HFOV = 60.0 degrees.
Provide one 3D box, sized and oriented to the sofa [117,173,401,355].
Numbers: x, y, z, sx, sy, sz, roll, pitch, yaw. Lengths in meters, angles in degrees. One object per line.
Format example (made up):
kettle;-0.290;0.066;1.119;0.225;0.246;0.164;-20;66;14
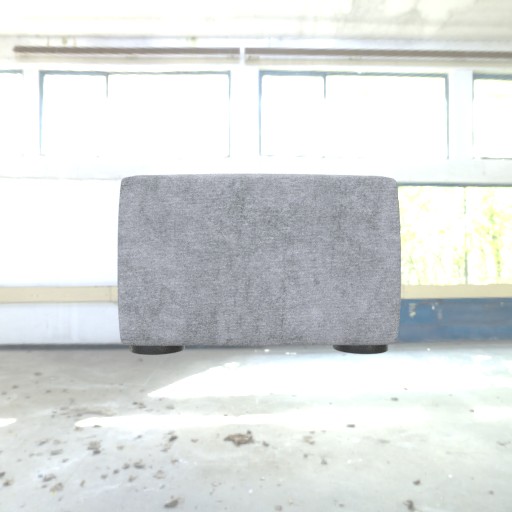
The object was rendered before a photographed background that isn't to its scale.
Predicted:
sofa;0.000;0.000;1.182;0.480;0.330;0.930;0;0;-1
